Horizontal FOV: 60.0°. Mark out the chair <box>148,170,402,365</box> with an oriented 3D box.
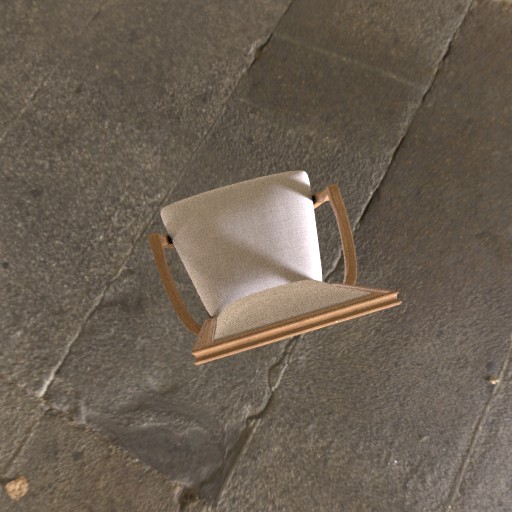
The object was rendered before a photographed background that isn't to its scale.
[{"bbox_3d":[0.000,0.000,1.397,0.606,0.990,0.602,-16,75,-4],"label":"chair"}]
